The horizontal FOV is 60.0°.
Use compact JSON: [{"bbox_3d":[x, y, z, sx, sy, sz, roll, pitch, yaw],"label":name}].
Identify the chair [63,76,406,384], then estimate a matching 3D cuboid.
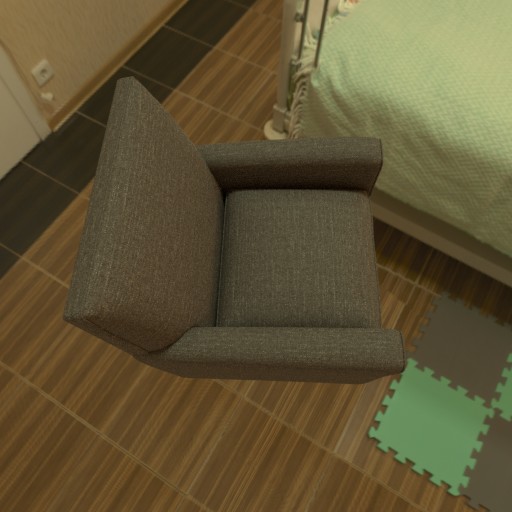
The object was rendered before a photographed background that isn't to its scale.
[{"bbox_3d":[0.000,0.000,1.564,0.875,0.885,0.838,2,64,1],"label":"chair"}]
